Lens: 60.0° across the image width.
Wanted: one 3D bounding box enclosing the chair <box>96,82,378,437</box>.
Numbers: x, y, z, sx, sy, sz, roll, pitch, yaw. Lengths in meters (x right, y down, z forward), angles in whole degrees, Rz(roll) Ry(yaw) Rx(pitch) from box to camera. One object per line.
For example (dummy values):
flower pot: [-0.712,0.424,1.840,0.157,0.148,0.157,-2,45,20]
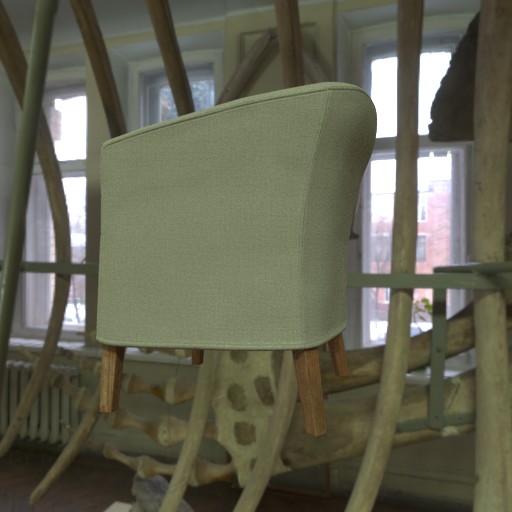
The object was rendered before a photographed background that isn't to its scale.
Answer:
chair: [0.000,0.000,1.261,0.668,0.771,0.600,0,0,17]
